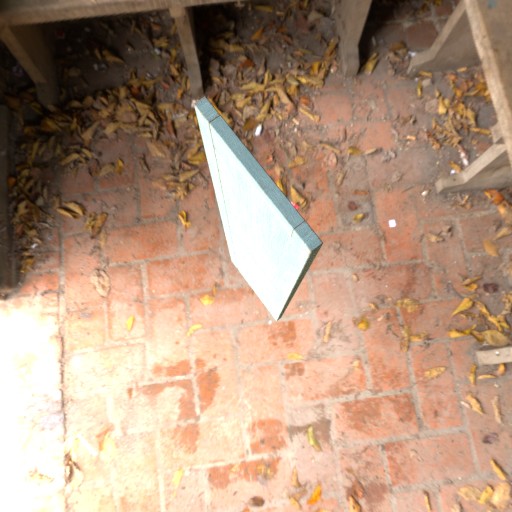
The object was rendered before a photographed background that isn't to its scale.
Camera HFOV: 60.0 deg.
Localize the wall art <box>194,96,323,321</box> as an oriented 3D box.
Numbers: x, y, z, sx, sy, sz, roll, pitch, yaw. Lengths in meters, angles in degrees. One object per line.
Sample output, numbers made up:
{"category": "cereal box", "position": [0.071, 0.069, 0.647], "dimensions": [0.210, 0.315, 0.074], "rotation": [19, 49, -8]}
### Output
{"category": "wall art", "position": [0.000, 0.000, 1.329], "dimensions": [0.025, 1.219, 0.329], "rotation": [-36, 79, -8]}
